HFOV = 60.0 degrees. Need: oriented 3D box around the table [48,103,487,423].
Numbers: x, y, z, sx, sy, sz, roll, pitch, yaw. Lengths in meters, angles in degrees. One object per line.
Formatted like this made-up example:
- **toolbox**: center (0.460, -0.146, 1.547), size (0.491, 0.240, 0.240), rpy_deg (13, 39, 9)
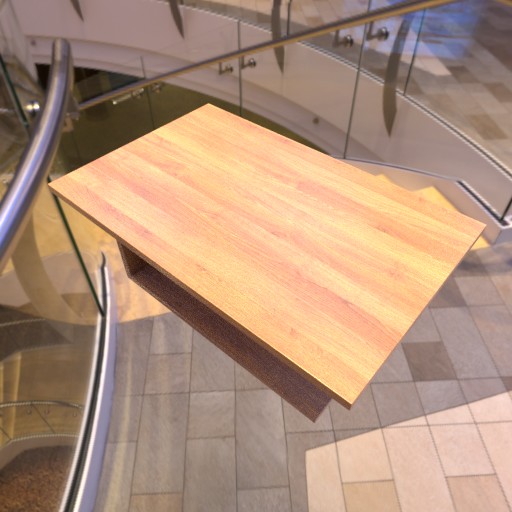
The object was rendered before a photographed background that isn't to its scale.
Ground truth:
- **table**: center (0.000, 0.000, 1.462), size (1.100, 0.442, 0.700), rpy_deg (32, 53, 27)
